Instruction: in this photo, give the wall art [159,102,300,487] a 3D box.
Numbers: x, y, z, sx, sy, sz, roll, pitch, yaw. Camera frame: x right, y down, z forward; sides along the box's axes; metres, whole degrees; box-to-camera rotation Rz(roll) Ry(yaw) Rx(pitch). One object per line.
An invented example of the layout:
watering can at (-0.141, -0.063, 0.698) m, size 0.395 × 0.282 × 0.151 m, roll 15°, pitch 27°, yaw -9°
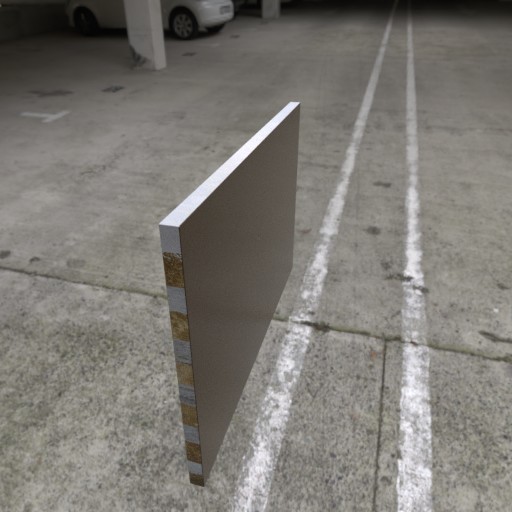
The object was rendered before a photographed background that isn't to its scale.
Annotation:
wall art at (0.000, 0.000, 1.456) m, size 0.041 × 0.762 × 1.145 m, roll 8°, pitch 31°, yaw 14°
